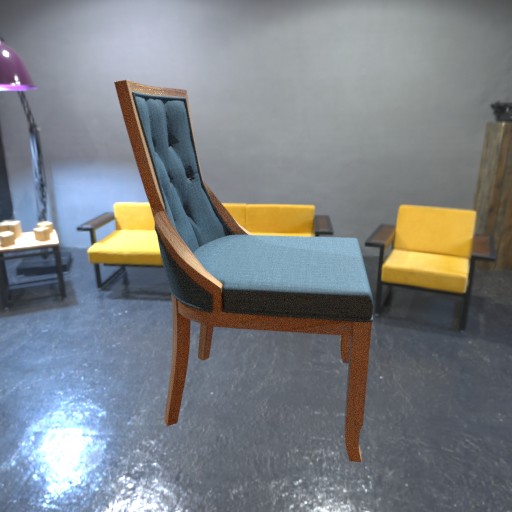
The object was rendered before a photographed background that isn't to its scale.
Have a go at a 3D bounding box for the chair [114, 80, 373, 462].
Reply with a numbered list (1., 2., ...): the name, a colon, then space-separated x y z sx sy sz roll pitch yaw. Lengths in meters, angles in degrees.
1. chair: 0.000 0.000 1.312 0.641 0.947 0.524 3 18 8
